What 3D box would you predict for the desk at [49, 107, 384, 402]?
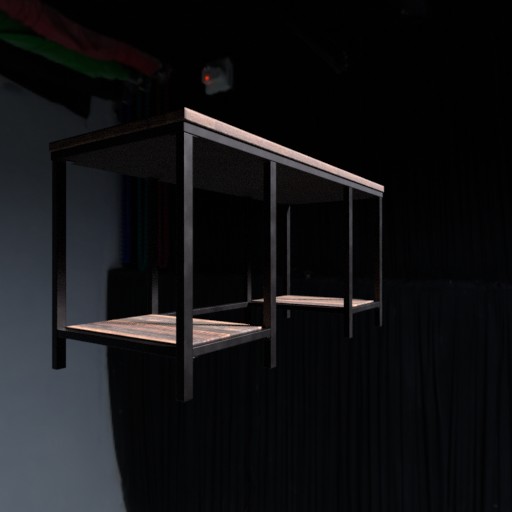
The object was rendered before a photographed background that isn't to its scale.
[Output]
[{"bbox_3d":[0.000,0.000,1.935,0.617,0.753,1.538,0,0,35],"label":"desk"}]
